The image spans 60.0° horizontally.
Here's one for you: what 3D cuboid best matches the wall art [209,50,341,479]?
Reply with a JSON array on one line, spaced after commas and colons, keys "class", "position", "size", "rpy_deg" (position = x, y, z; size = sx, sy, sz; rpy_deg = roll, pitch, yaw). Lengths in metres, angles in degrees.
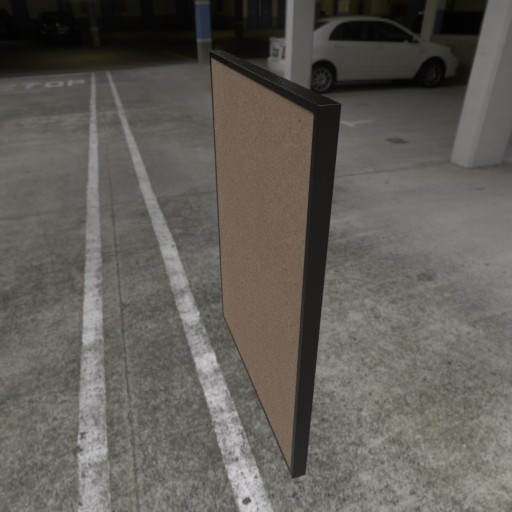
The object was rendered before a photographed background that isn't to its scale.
[{"class": "wall art", "position": [0.000, 0.000, 1.334], "size": [0.043, 1.046, 0.788], "rpy_deg": [-10, 33, -16]}]
